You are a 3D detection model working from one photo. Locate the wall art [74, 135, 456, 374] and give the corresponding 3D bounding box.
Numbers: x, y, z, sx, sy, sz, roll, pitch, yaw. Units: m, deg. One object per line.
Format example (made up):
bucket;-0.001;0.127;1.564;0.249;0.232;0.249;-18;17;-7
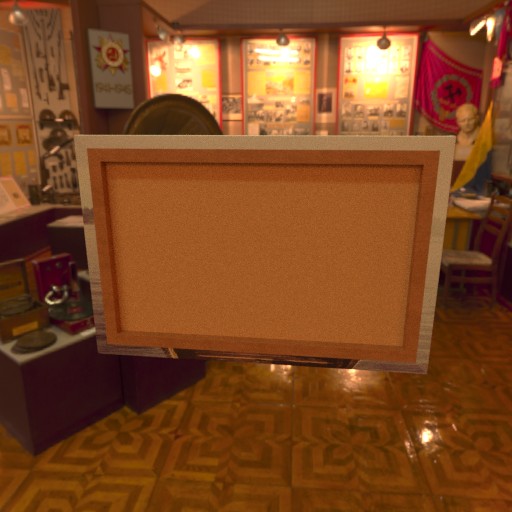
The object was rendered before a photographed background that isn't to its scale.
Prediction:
wall art;0.000;0.000;1.158;0.916;0.609;0.037;2;16;7
